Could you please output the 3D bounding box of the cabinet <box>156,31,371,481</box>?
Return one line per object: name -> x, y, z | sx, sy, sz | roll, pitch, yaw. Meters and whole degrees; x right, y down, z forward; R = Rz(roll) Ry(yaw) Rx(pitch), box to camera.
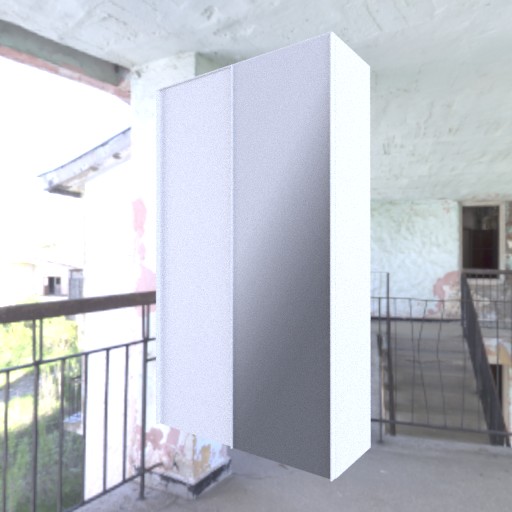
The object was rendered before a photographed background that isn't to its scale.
cabinet -> 0.000, 0.000, 2.679 | 1.250, 2.160, 0.480 | 0, 0, 36
